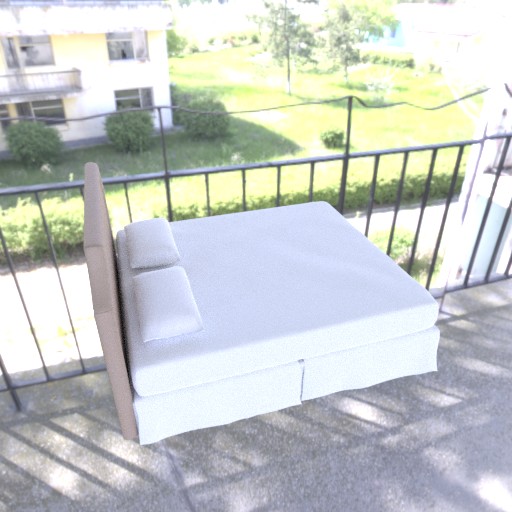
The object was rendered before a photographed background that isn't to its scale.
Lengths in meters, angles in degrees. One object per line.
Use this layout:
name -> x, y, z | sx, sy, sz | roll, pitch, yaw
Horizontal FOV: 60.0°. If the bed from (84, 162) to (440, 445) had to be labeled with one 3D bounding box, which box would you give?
bed -> 0.000, 0.000, 4.172 | 2.773, 1.590, 2.350 | -10, 33, -15
